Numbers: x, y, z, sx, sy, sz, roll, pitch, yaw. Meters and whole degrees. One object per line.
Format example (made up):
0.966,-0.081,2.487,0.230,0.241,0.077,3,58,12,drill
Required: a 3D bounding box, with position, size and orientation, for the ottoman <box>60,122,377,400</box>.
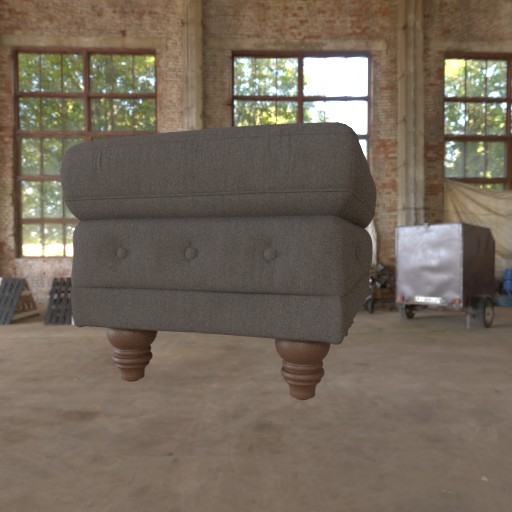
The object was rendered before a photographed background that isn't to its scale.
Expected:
0.000,0.000,1.121,0.569,0.500,0.771,0,2,18,ottoman
